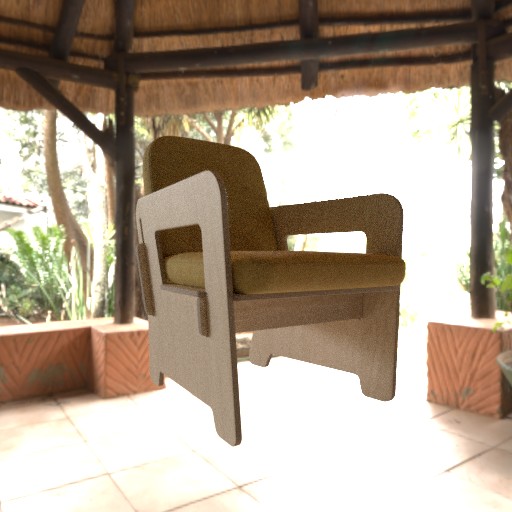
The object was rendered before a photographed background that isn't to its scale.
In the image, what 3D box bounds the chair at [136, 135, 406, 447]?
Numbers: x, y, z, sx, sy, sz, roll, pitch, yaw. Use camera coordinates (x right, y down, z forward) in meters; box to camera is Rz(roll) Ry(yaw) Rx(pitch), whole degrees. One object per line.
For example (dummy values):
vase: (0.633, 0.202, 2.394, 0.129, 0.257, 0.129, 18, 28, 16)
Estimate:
chair: (0.000, 0.000, 1.295, 0.590, 0.800, 0.710, 0, 0, -35)
